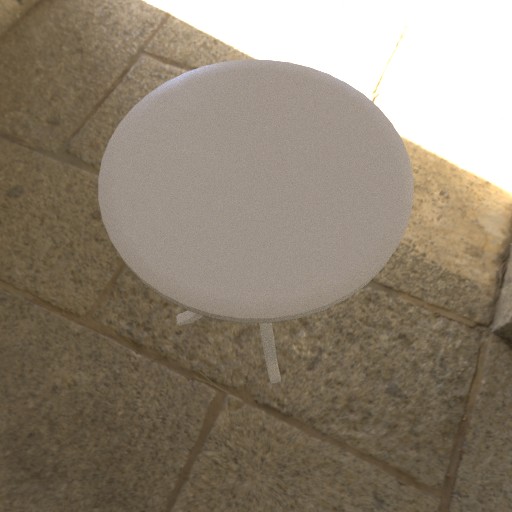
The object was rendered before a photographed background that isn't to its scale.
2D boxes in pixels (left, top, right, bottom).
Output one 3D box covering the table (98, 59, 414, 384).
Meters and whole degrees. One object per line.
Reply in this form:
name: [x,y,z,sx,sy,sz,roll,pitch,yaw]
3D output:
table: [0.000,0.000,1.020,0.513,0.653,0.513,0,64,0]
